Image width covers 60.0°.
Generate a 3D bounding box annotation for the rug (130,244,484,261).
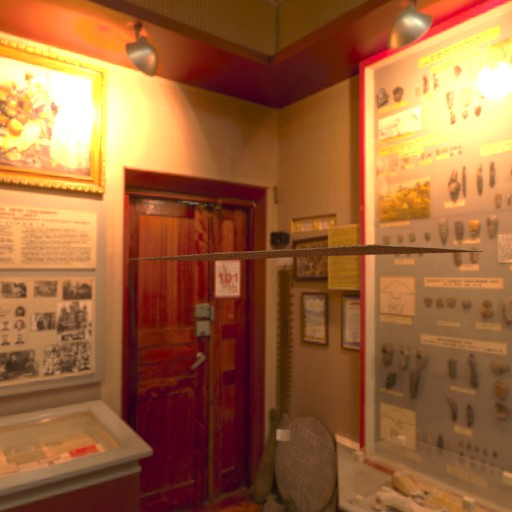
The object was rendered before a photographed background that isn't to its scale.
[{"bbox_3d":[0.000,0.000,2.587,0.697,0.013,2.335,1,-2,-35],"label":"rug"}]
